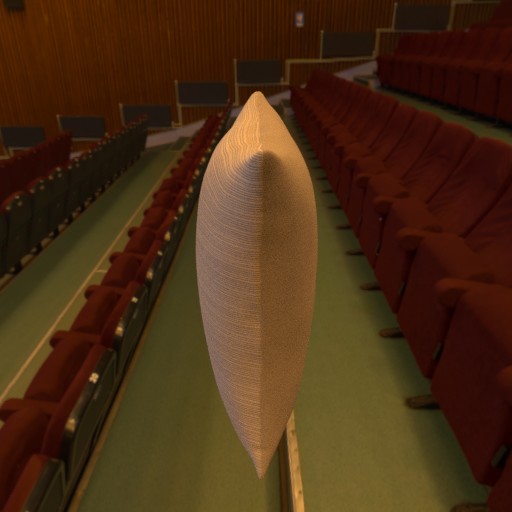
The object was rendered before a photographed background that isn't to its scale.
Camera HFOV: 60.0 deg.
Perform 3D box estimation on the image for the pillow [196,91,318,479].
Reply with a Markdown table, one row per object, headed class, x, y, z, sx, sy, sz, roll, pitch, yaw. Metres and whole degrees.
| class | x | y | z | sx | sy | sz | roll | pitch | yaw |
| --- | --- | --- | --- | --- | --- | --- | --- | --- | --- |
| pillow | 0.000 | 0.000 | 0.783 | 0.204 | 0.497 | 0.512 | 0 | 26 | 0 |
